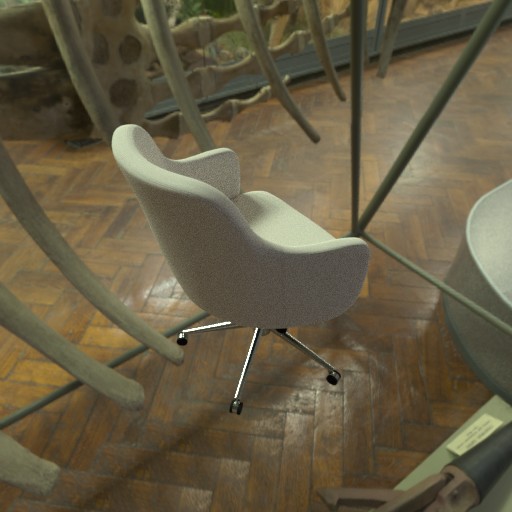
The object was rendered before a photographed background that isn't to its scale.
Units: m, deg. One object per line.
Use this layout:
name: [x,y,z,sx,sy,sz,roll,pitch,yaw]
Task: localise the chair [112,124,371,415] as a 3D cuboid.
chair: [0.000,0.000,1.276,0.647,0.819,0.602,-26,47,-26]
